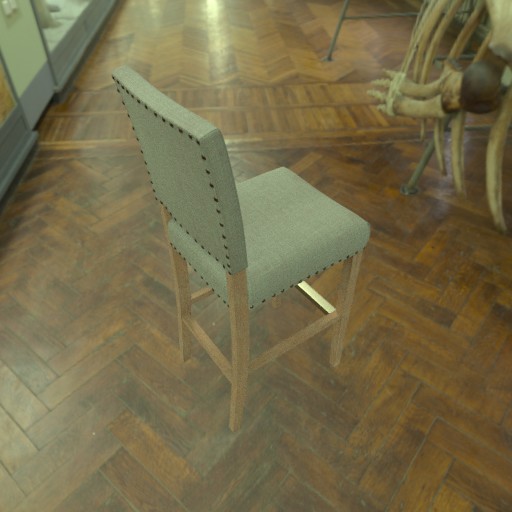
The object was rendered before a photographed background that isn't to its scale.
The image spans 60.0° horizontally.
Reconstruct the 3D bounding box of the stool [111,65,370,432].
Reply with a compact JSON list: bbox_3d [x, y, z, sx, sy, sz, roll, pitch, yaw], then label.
[{"bbox_3d":[0.000,0.000,1.466,0.585,1.203,0.445,-26,48,-26],"label":"stool"}]
